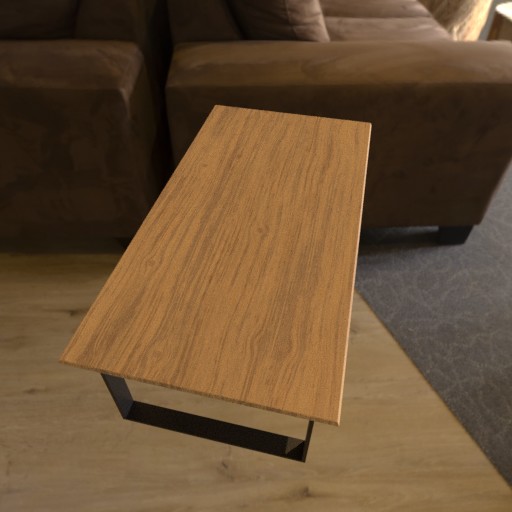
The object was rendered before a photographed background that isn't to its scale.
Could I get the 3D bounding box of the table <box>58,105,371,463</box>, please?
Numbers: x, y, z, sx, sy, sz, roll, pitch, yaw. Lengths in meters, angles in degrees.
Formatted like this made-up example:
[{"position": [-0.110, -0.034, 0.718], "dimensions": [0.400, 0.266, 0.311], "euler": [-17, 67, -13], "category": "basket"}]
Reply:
[{"position": [0.000, 0.000, 1.641], "dimensions": [0.693, 0.445, 1.331], "euler": [10, 47, 9], "category": "table"}]
